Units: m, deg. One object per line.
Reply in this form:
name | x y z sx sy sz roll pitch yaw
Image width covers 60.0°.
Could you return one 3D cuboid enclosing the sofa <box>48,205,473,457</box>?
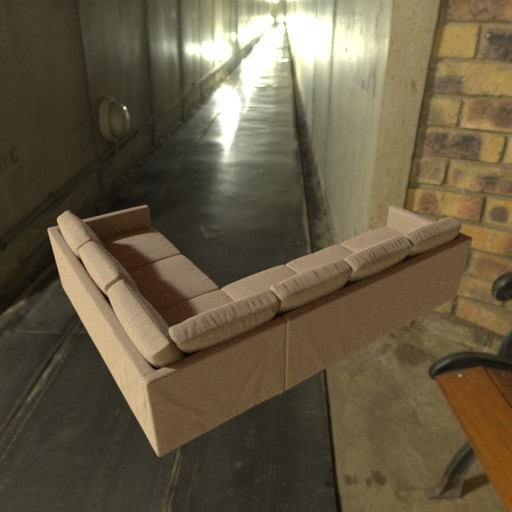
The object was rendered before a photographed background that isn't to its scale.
sofa | 0.000 0.000 4.266 3.182 0.871 2.432 -19 35 -29
